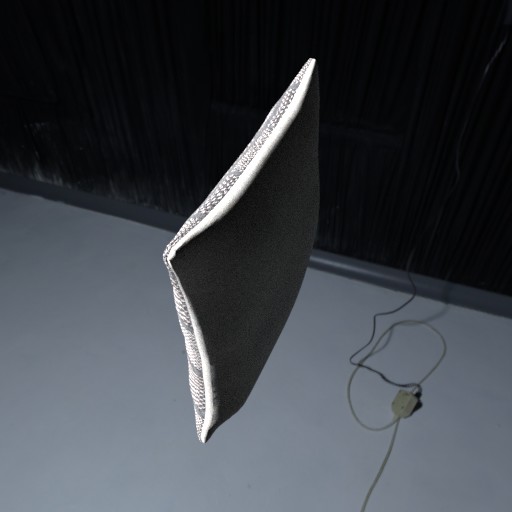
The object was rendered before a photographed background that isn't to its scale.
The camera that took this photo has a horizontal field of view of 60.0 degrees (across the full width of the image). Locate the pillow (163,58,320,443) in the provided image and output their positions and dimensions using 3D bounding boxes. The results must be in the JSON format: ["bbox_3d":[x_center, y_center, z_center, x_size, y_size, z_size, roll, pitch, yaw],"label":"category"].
[{"bbox_3d":[0.000,0.000,0.671,0.138,0.432,0.435,16,49,15],"label":"pillow"}]
